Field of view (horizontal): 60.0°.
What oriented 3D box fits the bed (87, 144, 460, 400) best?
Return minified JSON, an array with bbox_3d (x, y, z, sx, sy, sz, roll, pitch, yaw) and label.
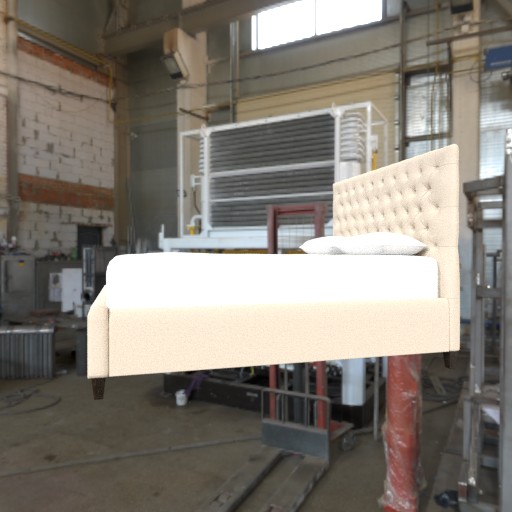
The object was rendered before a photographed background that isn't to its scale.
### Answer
[{"bbox_3d":[0.000,0.000,3.300,2.233,1.426,1.696,0,1,-16],"label":"bed"}]
